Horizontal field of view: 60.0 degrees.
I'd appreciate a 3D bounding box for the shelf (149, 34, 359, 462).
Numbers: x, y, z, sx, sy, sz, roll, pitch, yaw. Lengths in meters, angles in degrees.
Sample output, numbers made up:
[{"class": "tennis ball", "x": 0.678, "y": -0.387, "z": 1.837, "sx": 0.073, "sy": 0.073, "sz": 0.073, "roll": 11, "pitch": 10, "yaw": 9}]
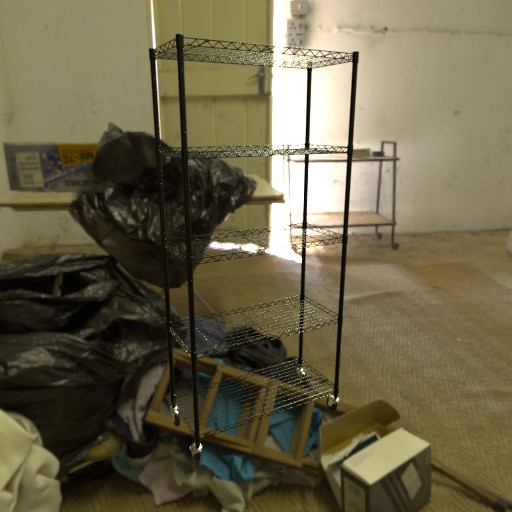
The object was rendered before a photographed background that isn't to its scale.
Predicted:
[{"class": "shelf", "x": 0.000, "y": 0.000, "z": 1.933, "sx": 0.762, "sy": 1.645, "sz": 0.356, "roll": -9, "pitch": 19, "yaw": -27}]
